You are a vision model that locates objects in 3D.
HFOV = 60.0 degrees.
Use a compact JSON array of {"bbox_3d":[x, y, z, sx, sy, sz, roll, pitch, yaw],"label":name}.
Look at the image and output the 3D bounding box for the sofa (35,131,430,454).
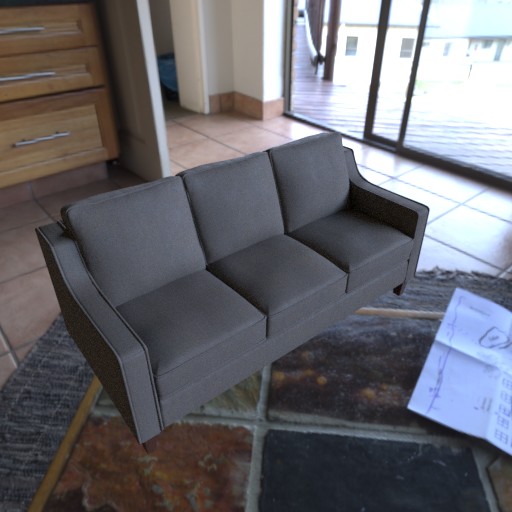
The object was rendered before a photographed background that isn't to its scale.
[{"bbox_3d":[0.000,0.000,2.514,1.986,0.974,0.911,-24,40,-31],"label":"sofa"}]
